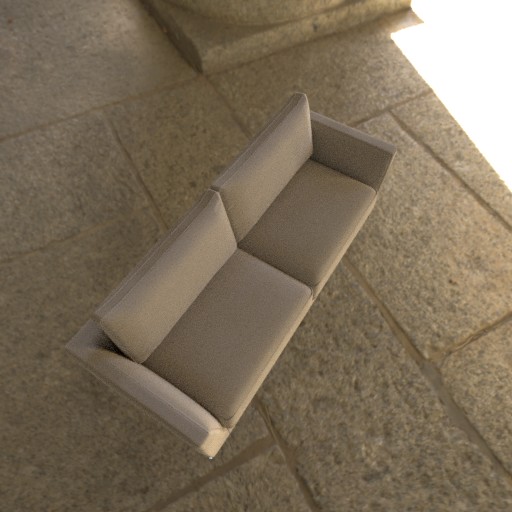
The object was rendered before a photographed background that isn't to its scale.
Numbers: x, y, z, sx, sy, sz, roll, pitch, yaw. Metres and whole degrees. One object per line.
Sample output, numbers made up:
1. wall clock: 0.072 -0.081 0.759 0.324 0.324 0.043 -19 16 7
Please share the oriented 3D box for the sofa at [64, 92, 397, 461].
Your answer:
1. sofa: 0.000 0.000 2.762 0.868 1.005 2.214 29 62 17
